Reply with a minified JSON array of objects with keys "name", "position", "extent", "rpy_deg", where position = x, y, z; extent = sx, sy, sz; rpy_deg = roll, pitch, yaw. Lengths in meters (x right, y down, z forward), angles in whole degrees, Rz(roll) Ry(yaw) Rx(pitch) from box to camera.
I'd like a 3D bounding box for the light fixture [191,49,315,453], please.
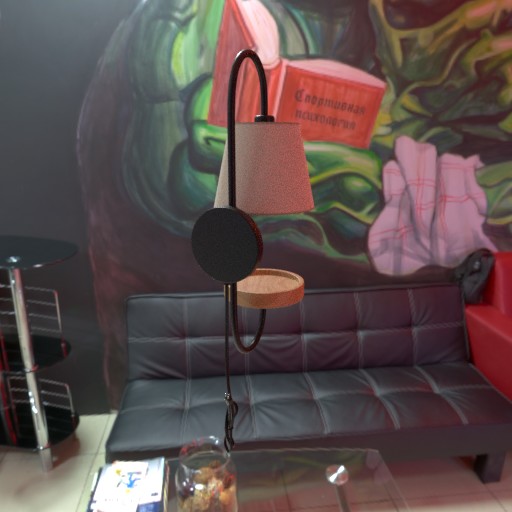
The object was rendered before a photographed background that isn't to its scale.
[{"name":"light fixture","position":[0.000,0.000,0.967],"extent":[0.220,0.821,0.299],"rpy_deg":[7,17,25]}]
